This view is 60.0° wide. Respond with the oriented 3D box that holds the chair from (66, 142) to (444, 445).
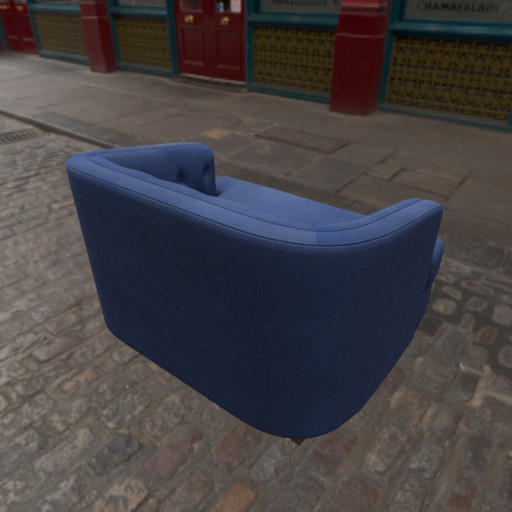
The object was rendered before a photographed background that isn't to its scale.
[{"bbox_3d":[0.000,0.000,1.652,1.118,0.787,0.914,22,37,32],"label":"chair"}]
